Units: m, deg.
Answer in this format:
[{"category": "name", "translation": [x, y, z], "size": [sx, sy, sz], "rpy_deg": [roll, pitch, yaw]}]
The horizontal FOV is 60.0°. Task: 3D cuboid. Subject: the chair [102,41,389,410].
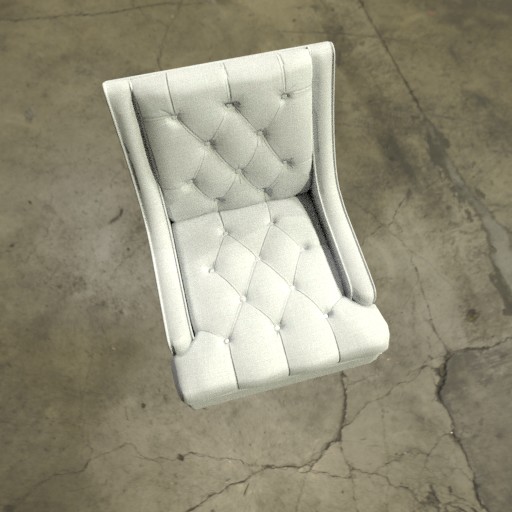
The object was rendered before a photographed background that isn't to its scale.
[{"category": "chair", "translation": [0.000, 0.000, 1.407], "size": [0.658, 0.891, 0.772], "rpy_deg": [-13, 64, -6]}]
